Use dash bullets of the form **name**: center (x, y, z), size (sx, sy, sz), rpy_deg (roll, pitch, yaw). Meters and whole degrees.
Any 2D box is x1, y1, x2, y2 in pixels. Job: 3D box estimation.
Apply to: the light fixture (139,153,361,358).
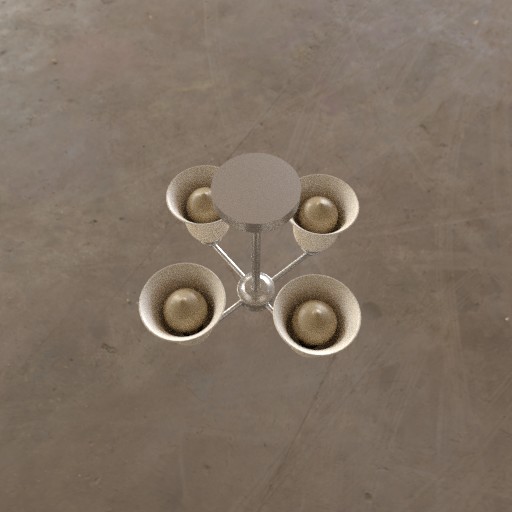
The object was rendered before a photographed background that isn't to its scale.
- **light fixture**: center (0.000, 0.000, 0.751), size (0.427, 0.370, 0.427), rpy_deg (-35, 66, -18)
